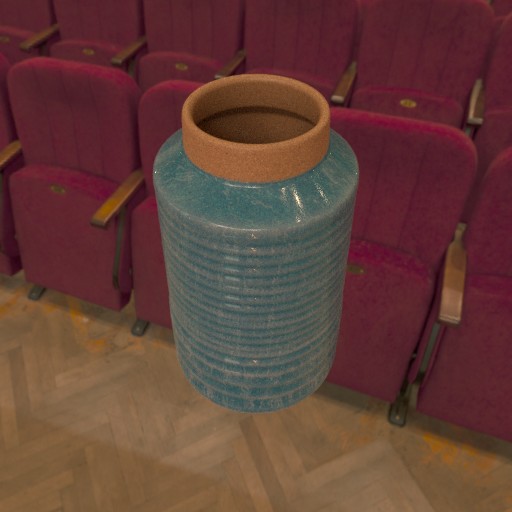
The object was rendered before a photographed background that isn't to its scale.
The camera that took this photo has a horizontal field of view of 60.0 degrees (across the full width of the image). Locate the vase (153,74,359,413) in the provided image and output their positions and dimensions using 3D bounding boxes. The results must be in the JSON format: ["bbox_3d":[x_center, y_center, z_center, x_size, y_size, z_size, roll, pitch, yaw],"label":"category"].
[{"bbox_3d":[0.000,0.000,0.367,0.163,0.267,0.163,0,47,0],"label":"vase"}]
